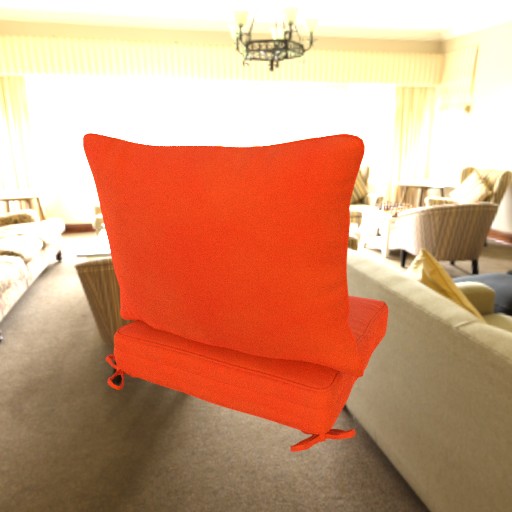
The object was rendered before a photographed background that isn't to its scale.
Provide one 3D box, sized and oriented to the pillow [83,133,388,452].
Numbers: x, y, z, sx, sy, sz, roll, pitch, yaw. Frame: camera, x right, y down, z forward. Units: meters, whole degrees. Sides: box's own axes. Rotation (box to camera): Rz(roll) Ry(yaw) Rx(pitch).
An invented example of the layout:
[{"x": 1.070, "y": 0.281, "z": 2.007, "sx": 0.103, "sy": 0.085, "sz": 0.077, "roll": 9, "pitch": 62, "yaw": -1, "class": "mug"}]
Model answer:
[{"x": 0.000, "y": 0.000, "z": 1.353, "sx": 0.798, "sy": 0.725, "sz": 0.733, "roll": 8, "pitch": 17, "yaw": 27, "class": "pillow"}]
